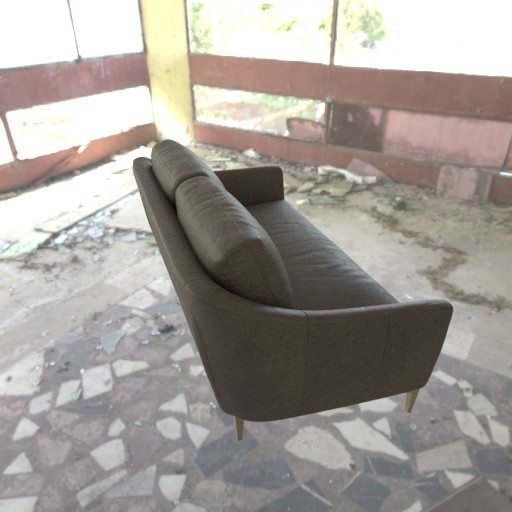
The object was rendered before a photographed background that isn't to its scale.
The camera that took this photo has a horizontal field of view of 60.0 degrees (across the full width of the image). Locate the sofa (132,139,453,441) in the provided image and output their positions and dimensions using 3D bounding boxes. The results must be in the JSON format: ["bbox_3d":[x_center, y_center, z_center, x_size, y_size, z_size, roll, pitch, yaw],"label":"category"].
[{"bbox_3d":[0.000,0.000,2.162,0.960,0.902,1.619,-11,32,-18],"label":"sofa"}]
